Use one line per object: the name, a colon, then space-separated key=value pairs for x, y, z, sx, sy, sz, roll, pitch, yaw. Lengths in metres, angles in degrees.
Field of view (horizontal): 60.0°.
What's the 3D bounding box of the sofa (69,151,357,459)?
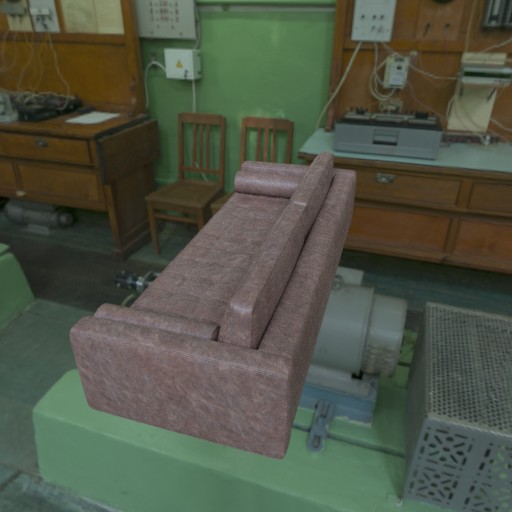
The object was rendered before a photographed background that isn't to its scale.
sofa: x=0.000 y=0.000 z=2.609 sx=0.914 sy=0.762 sz=2.210 roll=9 pitch=31 yaw=15
